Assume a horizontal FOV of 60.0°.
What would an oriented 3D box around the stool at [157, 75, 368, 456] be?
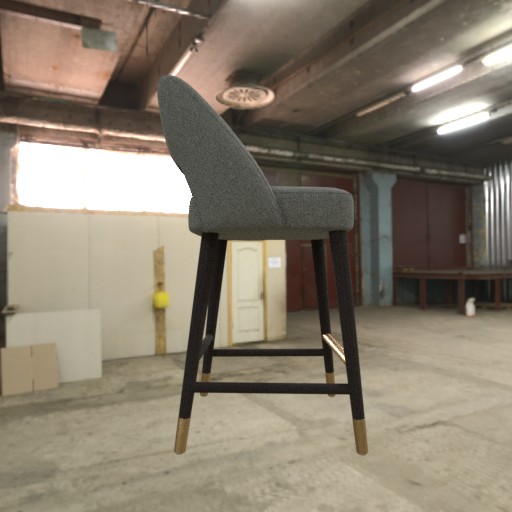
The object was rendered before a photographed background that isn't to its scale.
[{"bbox_3d":[0.000,0.000,1.256,0.524,0.925,0.536,0,-1,1],"label":"stool"}]
